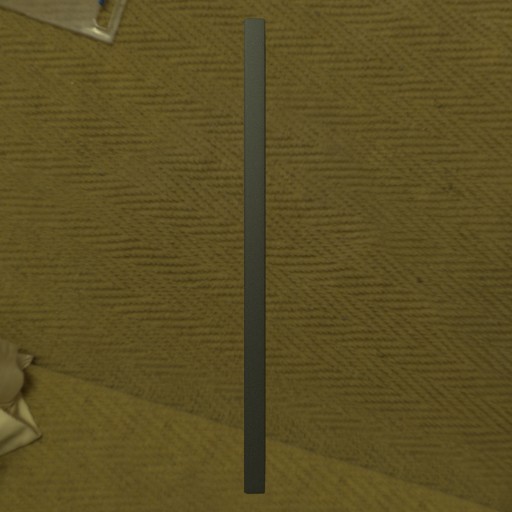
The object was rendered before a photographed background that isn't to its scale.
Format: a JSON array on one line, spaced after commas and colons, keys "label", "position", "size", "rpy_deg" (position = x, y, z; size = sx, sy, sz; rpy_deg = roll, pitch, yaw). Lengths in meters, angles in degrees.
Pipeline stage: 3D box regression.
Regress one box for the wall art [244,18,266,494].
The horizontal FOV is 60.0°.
[{"label": "wall art", "position": [0.000, 0.000, 0.651], "size": [0.022, 0.453, 0.456], "rpy_deg": [0, 90, 0]}]
